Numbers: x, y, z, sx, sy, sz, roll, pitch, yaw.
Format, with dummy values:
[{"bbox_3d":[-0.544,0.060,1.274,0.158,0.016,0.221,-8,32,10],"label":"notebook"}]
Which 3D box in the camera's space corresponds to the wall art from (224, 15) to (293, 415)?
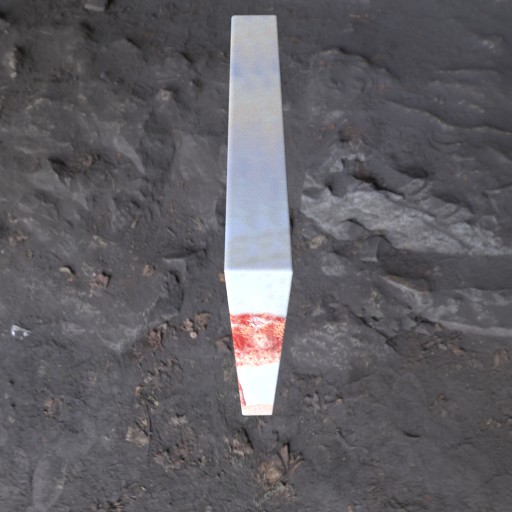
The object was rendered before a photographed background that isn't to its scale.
[{"bbox_3d":[0.000,0.000,0.475,0.039,0.380,0.251,-1,59,0],"label":"wall art"}]
